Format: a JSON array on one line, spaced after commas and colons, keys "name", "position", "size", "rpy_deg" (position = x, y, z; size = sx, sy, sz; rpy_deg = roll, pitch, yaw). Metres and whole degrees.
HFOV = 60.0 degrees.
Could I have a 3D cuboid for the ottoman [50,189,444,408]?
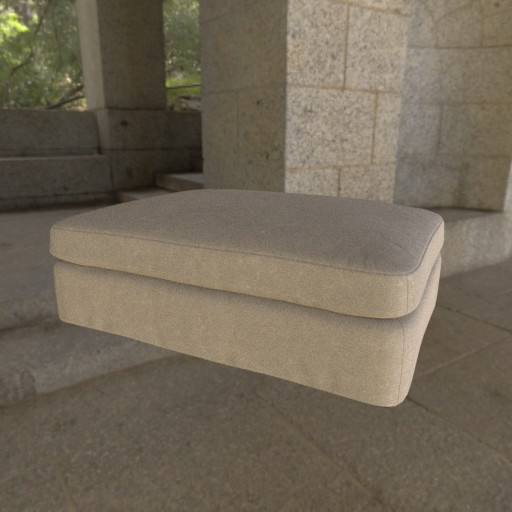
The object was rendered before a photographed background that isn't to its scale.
[{"name": "ottoman", "position": [0.000, 0.000, 1.599], "size": [1.199, 0.429, 0.840], "rpy_deg": [8, 18, 26]}]
